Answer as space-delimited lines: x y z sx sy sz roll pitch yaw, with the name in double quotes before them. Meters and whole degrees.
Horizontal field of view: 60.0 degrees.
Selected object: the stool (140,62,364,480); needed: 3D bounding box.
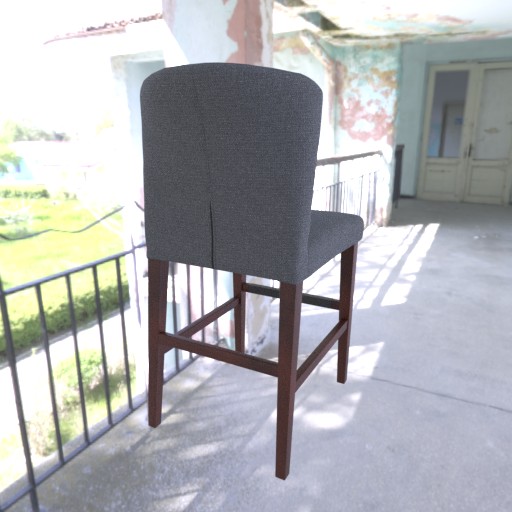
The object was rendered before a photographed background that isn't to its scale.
"stool" 0.000 0.000 1.278 0.479 0.968 0.568 9 18 27
